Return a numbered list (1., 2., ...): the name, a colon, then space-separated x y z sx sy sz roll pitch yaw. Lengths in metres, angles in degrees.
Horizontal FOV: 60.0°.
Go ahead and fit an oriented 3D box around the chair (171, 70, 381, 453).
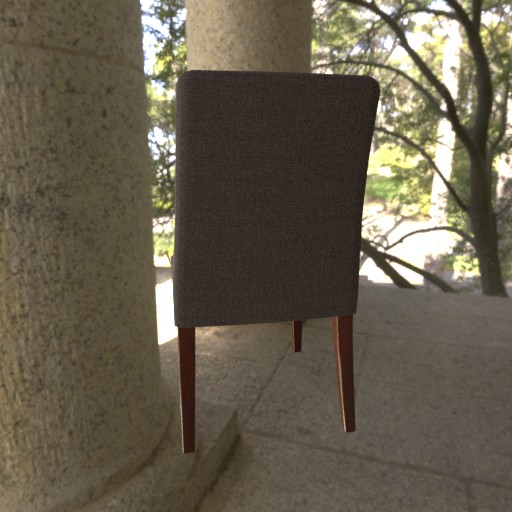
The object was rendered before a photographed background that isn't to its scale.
1. chair: 0.000 0.000 1.345 0.508 0.952 0.655 -3 14 -11
